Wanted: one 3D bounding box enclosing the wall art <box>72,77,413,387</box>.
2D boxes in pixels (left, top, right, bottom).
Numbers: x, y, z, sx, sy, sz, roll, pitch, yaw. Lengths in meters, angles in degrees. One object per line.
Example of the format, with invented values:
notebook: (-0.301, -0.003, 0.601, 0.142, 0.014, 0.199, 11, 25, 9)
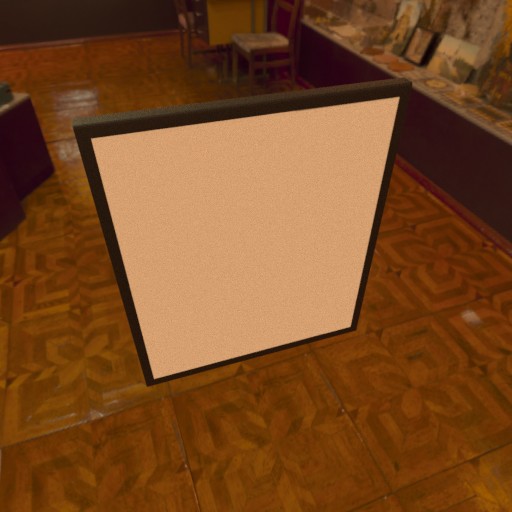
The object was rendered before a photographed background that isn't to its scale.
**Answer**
wall art: (0.000, 0.000, 0.710, 0.430, 0.509, 0.021, -12, 42, -14)
